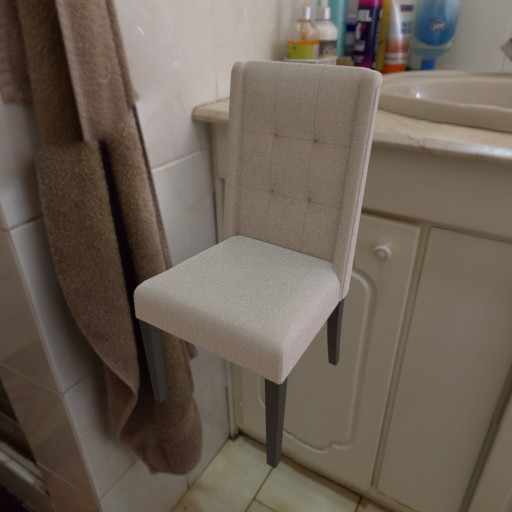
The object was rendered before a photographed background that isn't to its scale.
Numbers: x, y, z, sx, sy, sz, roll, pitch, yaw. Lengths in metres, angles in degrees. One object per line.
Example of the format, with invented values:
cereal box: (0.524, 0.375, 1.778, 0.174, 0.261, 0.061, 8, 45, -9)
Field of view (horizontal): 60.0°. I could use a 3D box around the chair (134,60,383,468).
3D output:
chair: (0.000, 0.000, 1.253, 0.474, 0.961, 0.523, 18, 34, 28)
